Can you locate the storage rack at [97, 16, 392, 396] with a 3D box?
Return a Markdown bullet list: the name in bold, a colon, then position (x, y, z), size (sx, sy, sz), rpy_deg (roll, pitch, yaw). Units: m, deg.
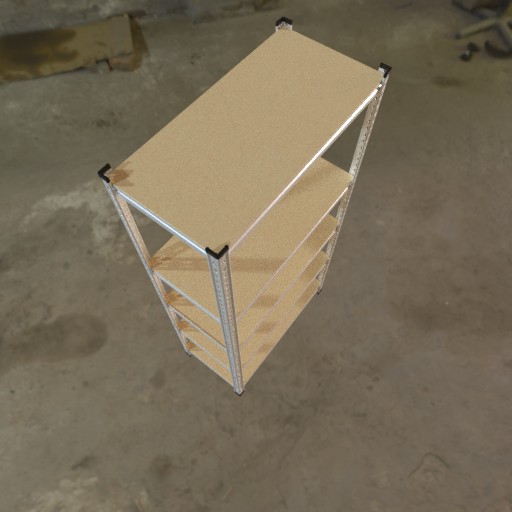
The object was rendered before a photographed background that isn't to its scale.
- **storage rack**: position (0.000, 0.000, 2.182), size (0.457, 1.829, 0.914), rpy_deg (34, 67, 17)
